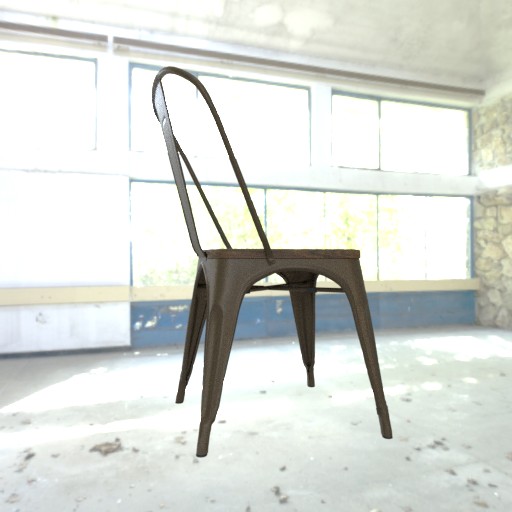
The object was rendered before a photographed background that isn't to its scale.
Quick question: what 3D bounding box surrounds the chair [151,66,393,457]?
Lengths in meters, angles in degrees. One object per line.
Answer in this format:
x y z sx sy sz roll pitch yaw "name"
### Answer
0.000 0.000 1.162 0.532 0.844 0.451 0 0 -17 "chair"
